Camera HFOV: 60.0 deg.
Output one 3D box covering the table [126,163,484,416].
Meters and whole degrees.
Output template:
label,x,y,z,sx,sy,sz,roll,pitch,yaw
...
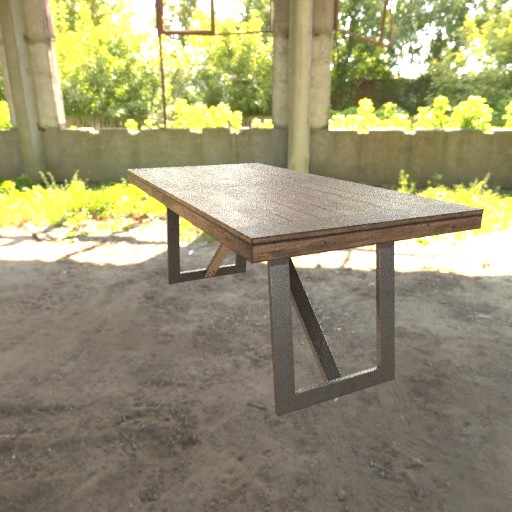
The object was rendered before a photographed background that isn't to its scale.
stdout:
label,x,y,z,sx,sy,sz,roll,pitch,yaw
table,0.000,0.000,2.327,0.931,0.757,1.867,-8,19,-25
